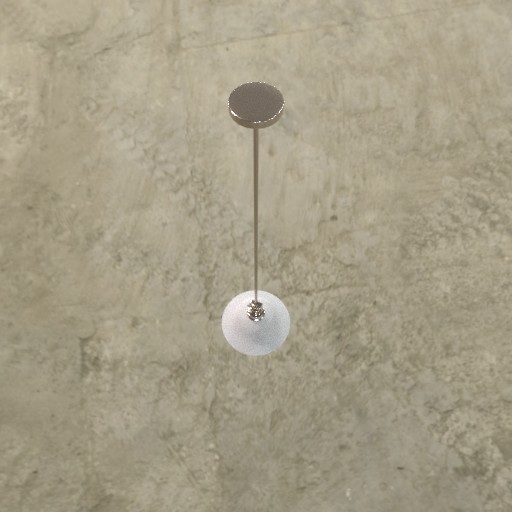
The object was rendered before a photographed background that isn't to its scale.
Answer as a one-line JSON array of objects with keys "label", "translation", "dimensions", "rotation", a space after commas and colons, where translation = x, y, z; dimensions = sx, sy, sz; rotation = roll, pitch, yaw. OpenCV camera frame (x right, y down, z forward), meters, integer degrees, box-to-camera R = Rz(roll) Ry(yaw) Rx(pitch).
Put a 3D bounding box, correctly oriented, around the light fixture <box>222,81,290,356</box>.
[{"label": "light fixture", "translation": [0.000, 0.000, 1.495], "dimensions": [0.324, 1.354, 0.324], "rotation": [17, 64, 9]}]
